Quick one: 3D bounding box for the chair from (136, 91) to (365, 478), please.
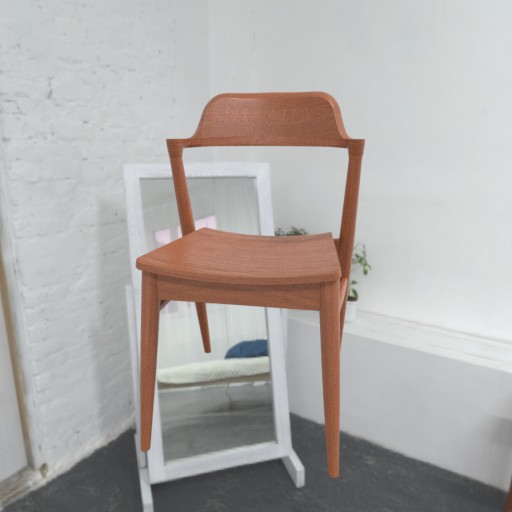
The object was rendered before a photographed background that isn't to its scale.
[{"bbox_3d":[0.000,0.000,1.090,0.496,0.801,0.499,3,15,10],"label":"chair"}]
